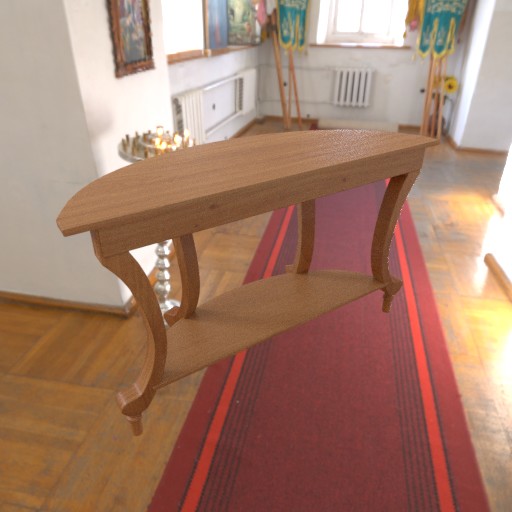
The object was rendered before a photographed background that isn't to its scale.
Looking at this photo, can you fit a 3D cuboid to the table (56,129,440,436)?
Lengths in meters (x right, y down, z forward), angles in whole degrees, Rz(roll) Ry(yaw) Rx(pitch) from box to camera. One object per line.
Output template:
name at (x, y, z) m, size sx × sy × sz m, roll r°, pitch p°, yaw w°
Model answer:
table at (0.000, 0.000, 1.491) m, size 1.198 × 0.692 × 0.394 m, roll -18°, pitch 35°, yaw -29°
